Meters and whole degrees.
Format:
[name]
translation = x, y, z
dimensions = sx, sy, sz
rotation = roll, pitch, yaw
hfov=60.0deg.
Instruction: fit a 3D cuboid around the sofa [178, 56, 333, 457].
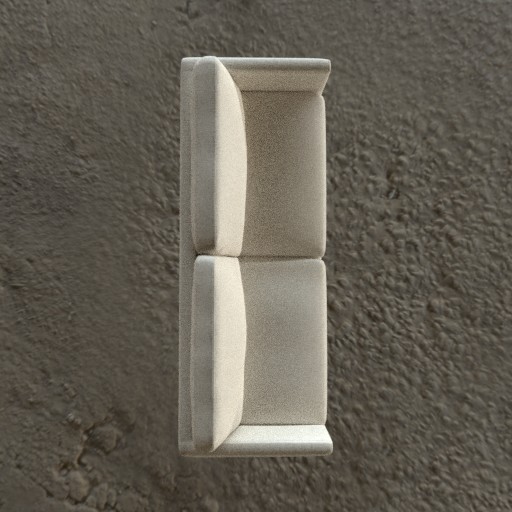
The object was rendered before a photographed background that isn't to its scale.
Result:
[sofa]
translation = 0.000, 0.000, 2.945
dimensions = 0.948, 0.965, 2.434
rotation = 0, 88, -1
